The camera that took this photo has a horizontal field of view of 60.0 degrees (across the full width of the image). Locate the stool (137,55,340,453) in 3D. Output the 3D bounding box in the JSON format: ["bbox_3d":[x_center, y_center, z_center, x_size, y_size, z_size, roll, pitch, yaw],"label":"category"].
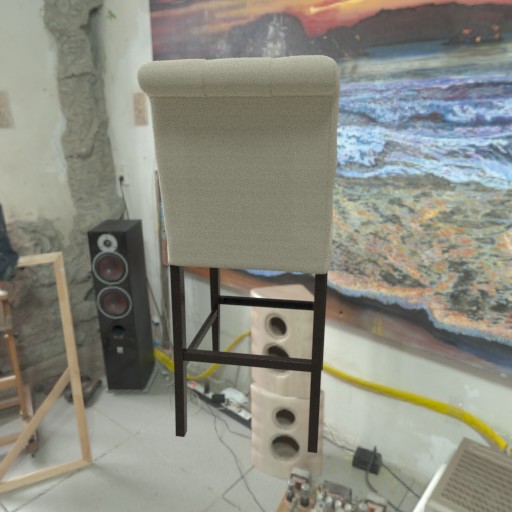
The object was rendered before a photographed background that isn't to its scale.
[{"bbox_3d":[0.000,0.000,1.433,0.482,1.118,0.610,3,17,9],"label":"stool"}]
